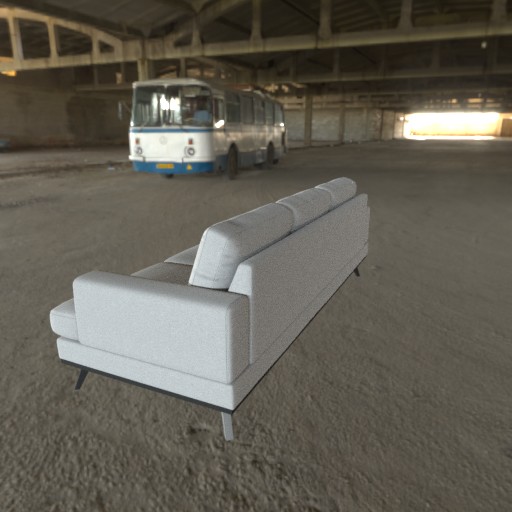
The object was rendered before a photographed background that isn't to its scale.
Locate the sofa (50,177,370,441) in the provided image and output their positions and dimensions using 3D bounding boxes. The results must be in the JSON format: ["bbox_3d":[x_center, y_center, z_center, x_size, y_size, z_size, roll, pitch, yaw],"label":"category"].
[{"bbox_3d":[0.000,0.000,2.725,0.920,0.810,2.310,8,18,24],"label":"sofa"}]
